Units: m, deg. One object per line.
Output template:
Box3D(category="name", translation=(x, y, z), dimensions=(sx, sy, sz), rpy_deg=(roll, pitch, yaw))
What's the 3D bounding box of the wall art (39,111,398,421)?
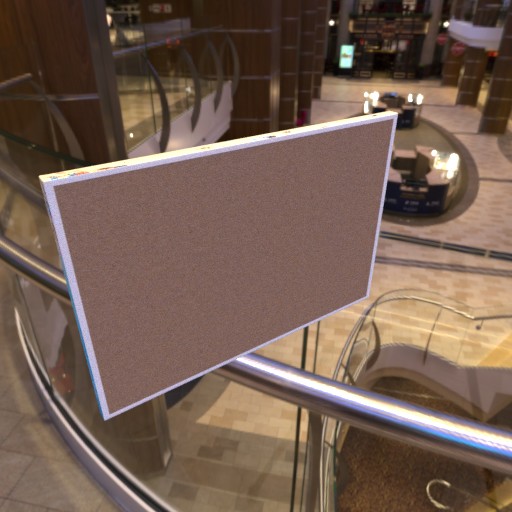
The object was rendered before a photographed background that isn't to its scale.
Box3D(category="wall art", translation=(0.000, 0.000, 1.436), dimensions=(1.136, 0.769, 0.040), rpy_deg=(-19, 35, -29))
